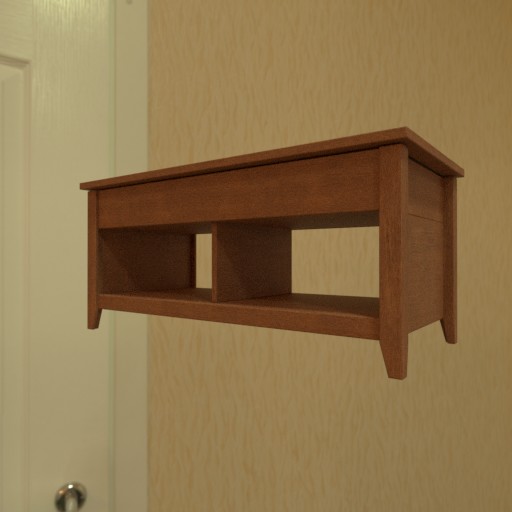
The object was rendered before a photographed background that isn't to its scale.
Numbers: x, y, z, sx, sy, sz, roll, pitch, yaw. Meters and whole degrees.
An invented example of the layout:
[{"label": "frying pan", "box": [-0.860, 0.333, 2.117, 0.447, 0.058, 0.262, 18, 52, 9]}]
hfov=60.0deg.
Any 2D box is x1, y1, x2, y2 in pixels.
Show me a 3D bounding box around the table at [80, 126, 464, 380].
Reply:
[{"label": "table", "box": [0.000, 0.000, 1.279, 1.016, 0.457, 0.483, 0, 0, 36]}]
